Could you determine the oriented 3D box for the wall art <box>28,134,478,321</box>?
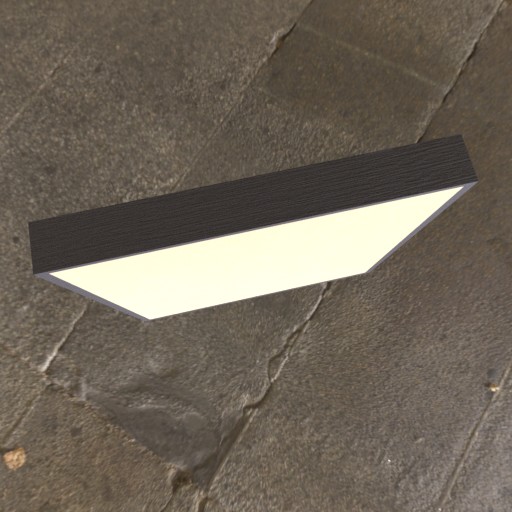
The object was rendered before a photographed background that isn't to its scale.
[{"bbox_3d":[0.000,0.000,0.443,0.302,0.300,0.036,-12,76,-3],"label":"wall art"}]
